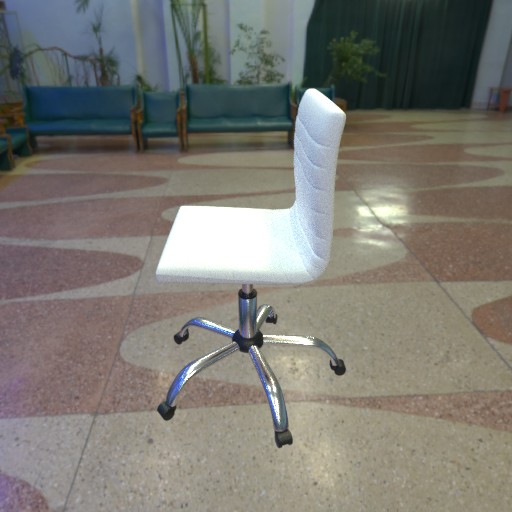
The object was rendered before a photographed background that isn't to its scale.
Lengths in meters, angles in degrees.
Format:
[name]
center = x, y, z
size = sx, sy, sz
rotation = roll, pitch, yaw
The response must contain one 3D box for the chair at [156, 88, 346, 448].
[chair]
center = 0.000, 0.000, 1.142
size = 0.530, 0.780, 0.556
rotation = -1, 27, -1
